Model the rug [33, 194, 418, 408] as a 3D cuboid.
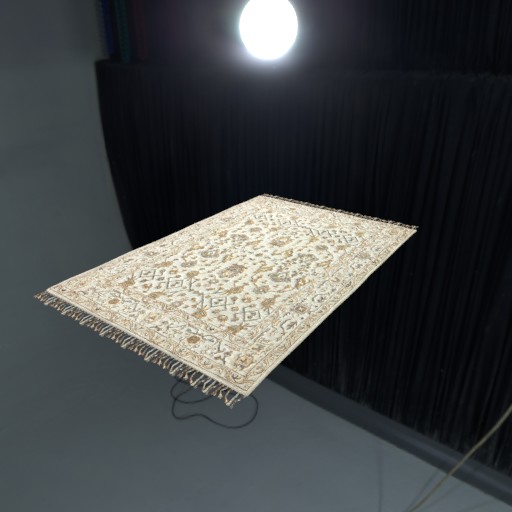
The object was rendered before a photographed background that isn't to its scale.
[{"bbox_3d":[0.000,0.000,3.102,1.529,0.027,2.434,17,31,32],"label":"rug"}]
